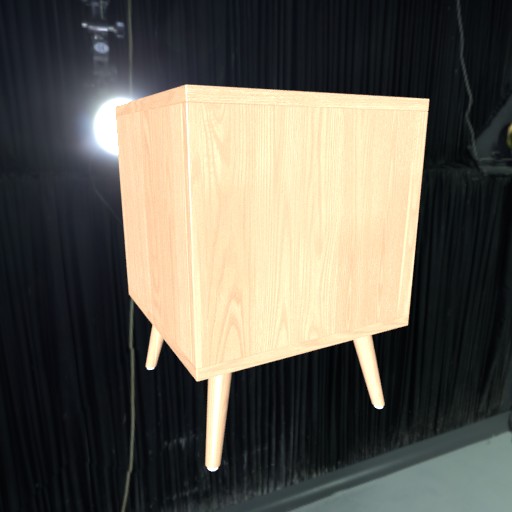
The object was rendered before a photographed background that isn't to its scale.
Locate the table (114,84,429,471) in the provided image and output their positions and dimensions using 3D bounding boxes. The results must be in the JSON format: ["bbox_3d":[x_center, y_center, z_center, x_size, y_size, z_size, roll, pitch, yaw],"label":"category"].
[{"bbox_3d":[0.000,0.000,0.840,0.400,0.550,0.400,-8,17,-27],"label":"table"}]
